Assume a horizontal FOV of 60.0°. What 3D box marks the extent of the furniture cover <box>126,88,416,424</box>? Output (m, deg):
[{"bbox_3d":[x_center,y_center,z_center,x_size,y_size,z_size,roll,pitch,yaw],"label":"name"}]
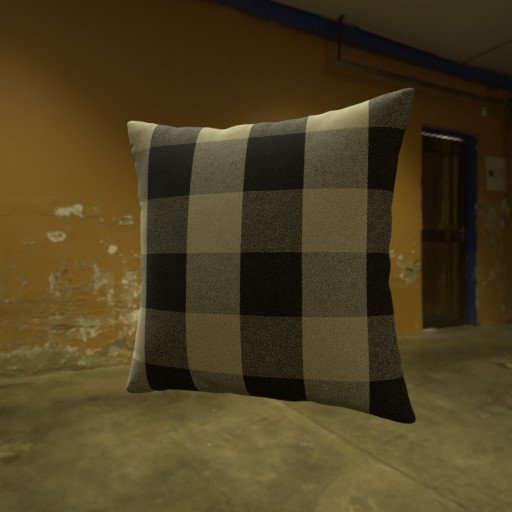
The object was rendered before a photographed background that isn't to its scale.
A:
[{"bbox_3d":[0.000,0.000,0.752,0.511,0.509,0.161,0,-1,19],"label":"furniture cover"}]
